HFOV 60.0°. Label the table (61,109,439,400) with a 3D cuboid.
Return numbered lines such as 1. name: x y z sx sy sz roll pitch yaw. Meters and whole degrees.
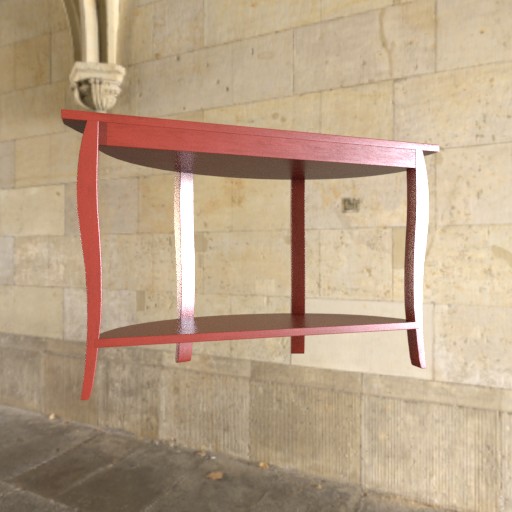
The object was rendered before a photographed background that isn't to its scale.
1. table: 0.000 0.000 1.556 1.219 0.779 0.405 0 0 -18
